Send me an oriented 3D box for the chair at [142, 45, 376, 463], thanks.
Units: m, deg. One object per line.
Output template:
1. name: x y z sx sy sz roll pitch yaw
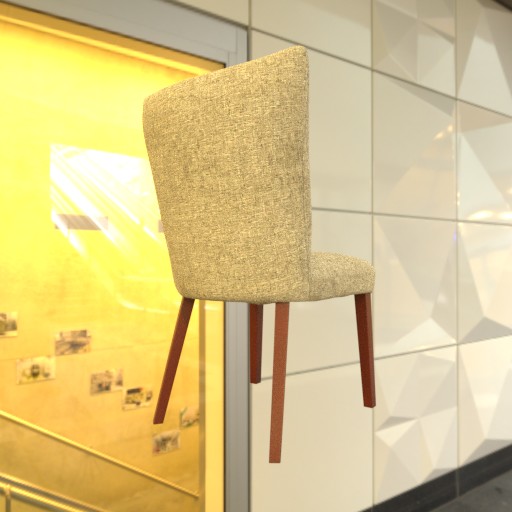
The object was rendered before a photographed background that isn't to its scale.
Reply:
1. chair: 0.000 0.000 1.269 0.535 0.924 0.623 0 -1 37
